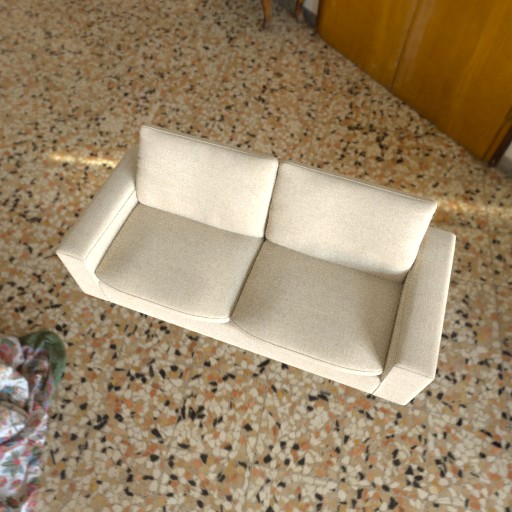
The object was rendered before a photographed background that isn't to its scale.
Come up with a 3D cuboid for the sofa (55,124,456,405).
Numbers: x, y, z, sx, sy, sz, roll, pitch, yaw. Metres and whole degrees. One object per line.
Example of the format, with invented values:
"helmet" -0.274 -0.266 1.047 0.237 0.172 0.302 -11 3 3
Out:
"sofa" 0.000 0.000 2.810 2.299 0.922 1.040 17 59 11
